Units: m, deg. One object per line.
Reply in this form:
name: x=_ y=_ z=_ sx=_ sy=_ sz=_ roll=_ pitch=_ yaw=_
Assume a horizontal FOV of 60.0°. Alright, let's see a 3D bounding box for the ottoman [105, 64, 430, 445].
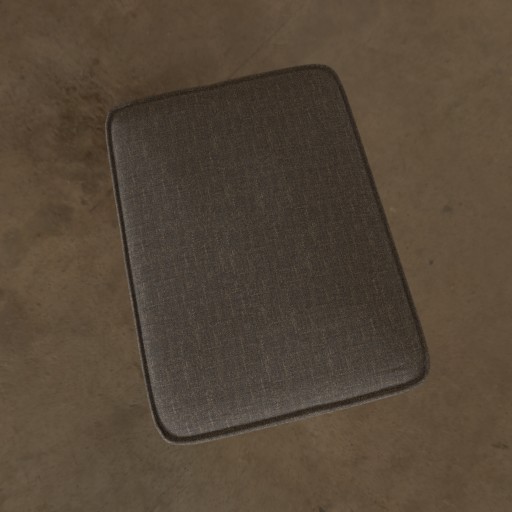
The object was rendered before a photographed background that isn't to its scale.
ottoman: x=0.000 y=0.000 z=1.087 sx=0.549 sy=0.450 sz=0.749 roll=-13 pitch=76 yaw=-3
